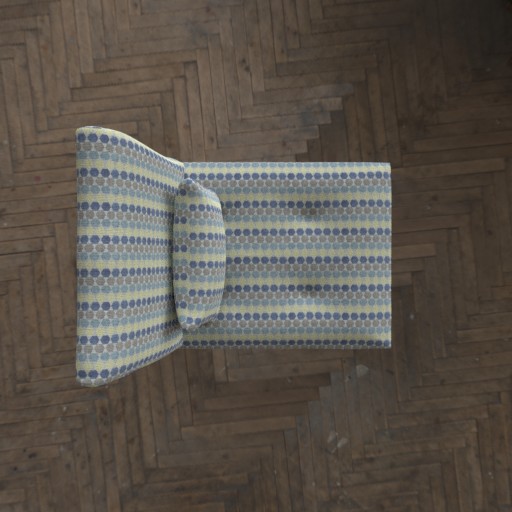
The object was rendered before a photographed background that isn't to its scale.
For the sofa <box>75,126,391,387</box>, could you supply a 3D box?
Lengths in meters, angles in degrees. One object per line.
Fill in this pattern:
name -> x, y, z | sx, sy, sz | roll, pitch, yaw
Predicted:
sofa -> 0.000, 0.000, 1.527 | 1.000, 0.820, 0.700 | 0, 90, 0
